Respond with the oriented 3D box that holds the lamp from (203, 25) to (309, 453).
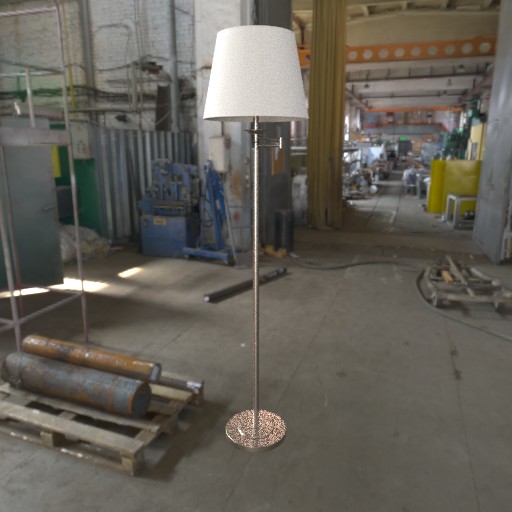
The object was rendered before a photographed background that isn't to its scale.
[{"bbox_3d":[0.000,0.000,1.615,0.355,1.473,0.355,0,14,0],"label":"lamp"}]
